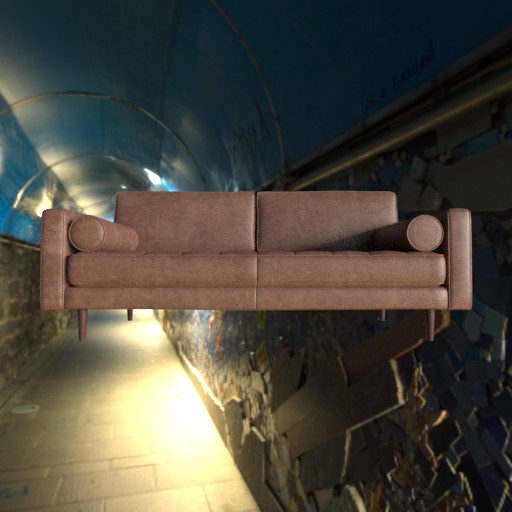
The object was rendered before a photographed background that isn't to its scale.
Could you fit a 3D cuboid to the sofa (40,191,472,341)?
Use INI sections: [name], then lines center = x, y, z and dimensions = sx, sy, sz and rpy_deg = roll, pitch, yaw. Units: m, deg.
[sofa]
center = 0.000, 0.000, 2.318
dimensions = 1.870, 0.760, 0.910
rpy_deg = 0, -2, 0
